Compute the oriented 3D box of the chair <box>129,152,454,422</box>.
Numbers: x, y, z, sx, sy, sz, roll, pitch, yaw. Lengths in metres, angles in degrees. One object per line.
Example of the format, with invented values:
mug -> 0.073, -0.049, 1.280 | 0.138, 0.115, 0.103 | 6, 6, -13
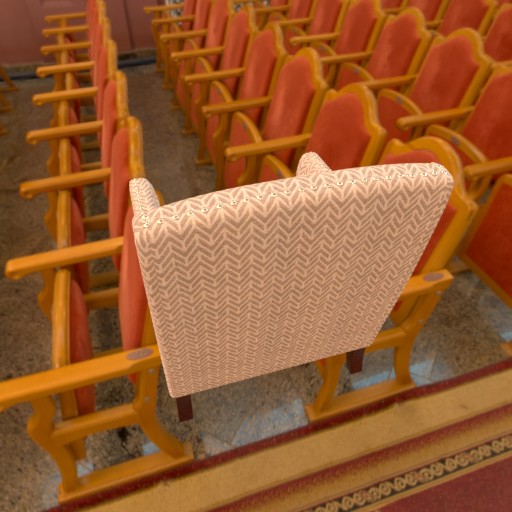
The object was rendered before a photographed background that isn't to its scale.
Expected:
chair -> 0.000, 0.000, 1.267 | 0.623, 0.816, 0.651 | -11, 42, -13
